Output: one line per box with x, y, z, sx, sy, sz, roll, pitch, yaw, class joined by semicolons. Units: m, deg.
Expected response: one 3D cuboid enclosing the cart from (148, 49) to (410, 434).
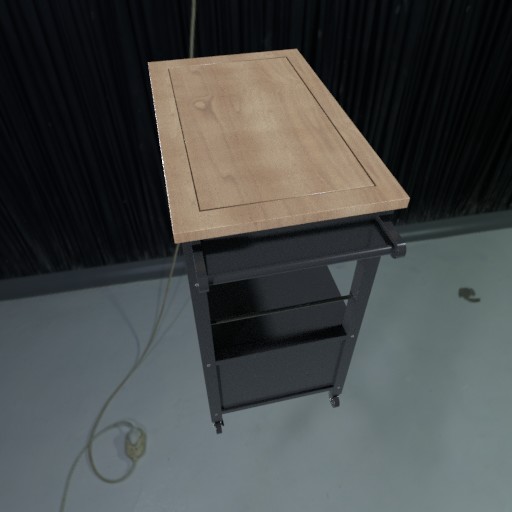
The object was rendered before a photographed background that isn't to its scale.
0.000;0.000;1.377;0.459;0.901;0.840;-9;46;-9;cart
